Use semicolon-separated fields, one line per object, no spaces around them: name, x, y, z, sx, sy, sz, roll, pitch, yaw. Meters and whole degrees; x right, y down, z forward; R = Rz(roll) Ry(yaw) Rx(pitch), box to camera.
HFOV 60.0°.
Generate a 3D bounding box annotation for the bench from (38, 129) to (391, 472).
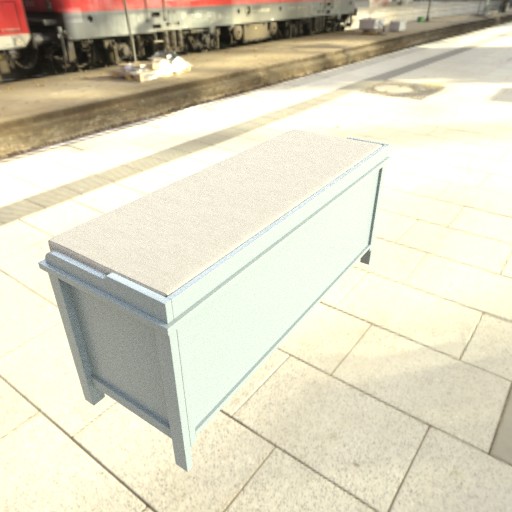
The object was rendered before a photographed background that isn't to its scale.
bench;0.000;0.000;1.399;0.398;0.501;1.140;20;37;29
